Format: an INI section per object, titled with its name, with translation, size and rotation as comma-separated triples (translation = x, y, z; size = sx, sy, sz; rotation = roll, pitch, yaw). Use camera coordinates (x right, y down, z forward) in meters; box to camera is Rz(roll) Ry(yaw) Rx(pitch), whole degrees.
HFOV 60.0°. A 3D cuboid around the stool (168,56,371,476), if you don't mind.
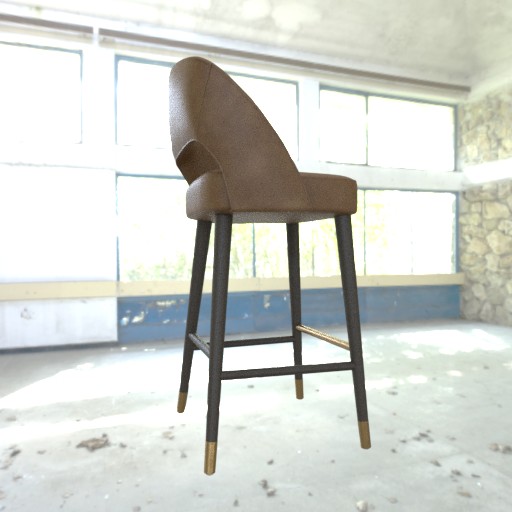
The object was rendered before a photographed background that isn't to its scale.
[stool]
translation = 0.000, 0.000, 1.319
size = 0.509, 1.037, 0.494
rotation = 0, 0, -19
